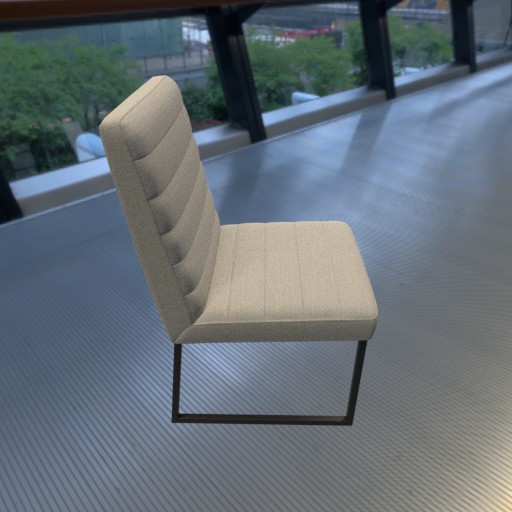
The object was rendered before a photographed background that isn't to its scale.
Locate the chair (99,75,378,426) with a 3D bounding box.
[{"bbox_3d":[0.000,0.000,1.310,0.634,0.930,0.520,1,32,1],"label":"chair"}]
